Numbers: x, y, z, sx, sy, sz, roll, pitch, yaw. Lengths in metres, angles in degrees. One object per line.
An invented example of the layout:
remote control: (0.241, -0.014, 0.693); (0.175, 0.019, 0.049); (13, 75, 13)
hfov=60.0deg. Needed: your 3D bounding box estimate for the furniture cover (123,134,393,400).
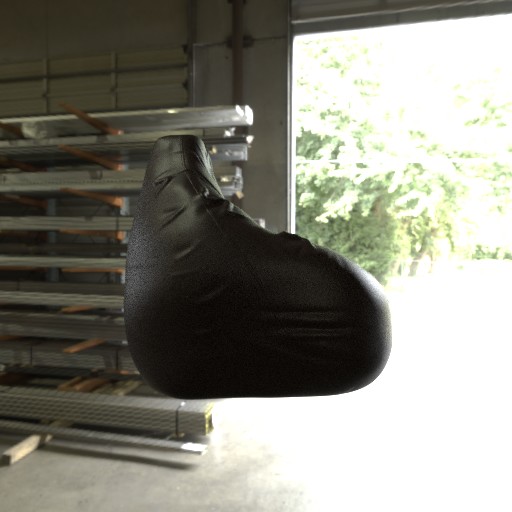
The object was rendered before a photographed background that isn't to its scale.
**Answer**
furniture cover: (0.000, 0.000, 1.876); (1.070, 0.990, 1.070); (0, 0, -2)
